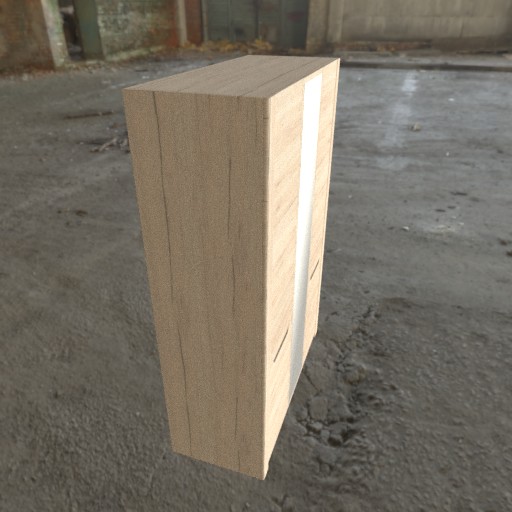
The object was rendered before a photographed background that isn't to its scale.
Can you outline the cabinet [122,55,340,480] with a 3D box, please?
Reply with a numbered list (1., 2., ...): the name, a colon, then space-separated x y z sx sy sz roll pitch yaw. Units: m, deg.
1. cabinet: 0.000 0.000 2.656 0.580 2.070 1.400 10 31 17
